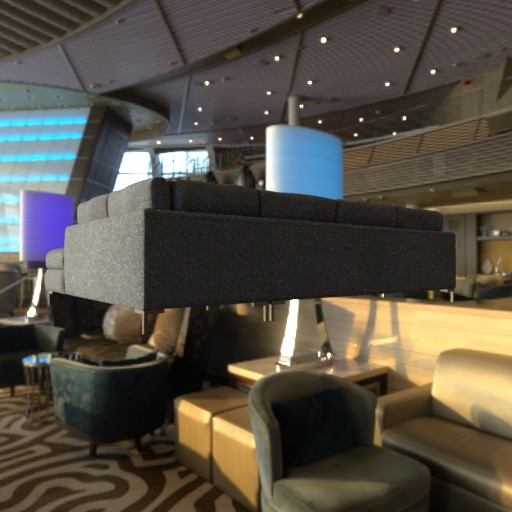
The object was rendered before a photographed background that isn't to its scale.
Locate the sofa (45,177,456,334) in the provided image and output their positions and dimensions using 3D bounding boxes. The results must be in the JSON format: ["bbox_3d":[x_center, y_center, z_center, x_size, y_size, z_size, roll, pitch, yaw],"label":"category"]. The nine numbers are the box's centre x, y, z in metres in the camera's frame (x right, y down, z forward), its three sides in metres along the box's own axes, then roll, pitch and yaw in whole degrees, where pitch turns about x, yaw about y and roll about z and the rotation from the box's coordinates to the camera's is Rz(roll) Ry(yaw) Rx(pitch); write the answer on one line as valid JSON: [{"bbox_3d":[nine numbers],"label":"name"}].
[{"bbox_3d":[0.000,0.000,3.802,2.949,0.815,2.007,1,-1,-37],"label":"sofa"}]
